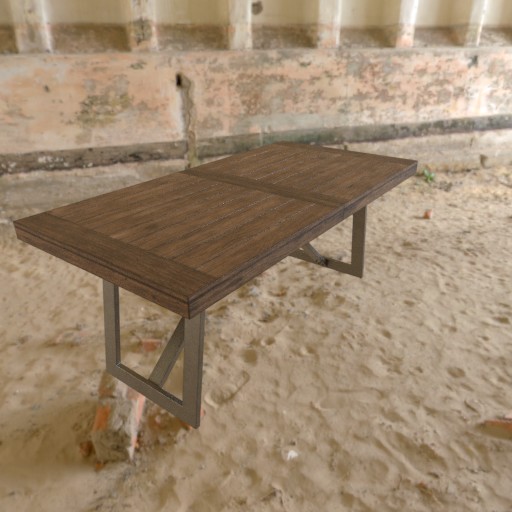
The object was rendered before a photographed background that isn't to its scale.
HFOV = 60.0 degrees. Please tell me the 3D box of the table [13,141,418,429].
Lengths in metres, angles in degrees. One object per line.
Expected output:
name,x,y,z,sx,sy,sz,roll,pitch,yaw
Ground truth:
table,0.000,0.000,2.286,0.931,0.757,1.867,18,31,32
